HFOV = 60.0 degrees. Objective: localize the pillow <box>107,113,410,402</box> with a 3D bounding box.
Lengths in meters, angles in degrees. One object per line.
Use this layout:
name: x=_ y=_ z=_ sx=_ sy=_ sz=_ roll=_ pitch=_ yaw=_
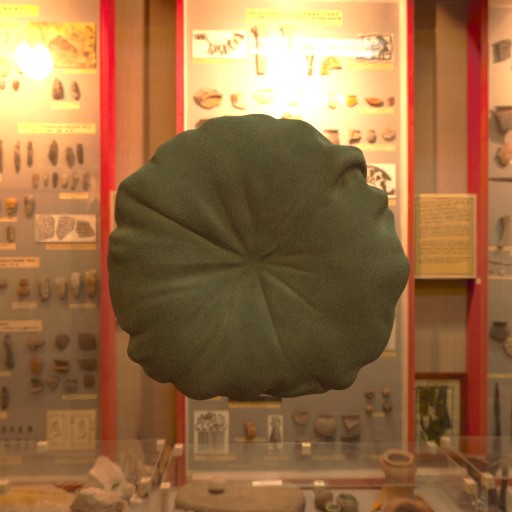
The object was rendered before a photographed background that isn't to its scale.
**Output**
pillow: x=0.000 y=0.000 z=0.645 sx=0.428 sy=0.407 sz=0.148 roll=0 pitch=1 yaw=0
